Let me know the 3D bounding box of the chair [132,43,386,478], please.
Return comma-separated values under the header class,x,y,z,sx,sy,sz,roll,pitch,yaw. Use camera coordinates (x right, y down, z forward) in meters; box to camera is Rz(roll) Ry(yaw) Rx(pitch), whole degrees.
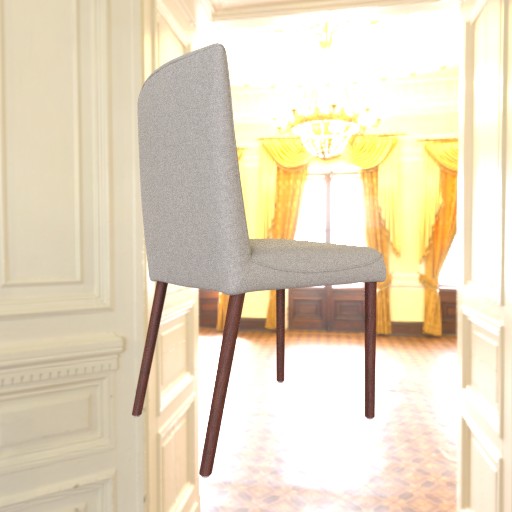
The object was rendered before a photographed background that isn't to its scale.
class,x,y,z,sx,sy,sz,roll,pitch,yaw
chair,0.000,0.000,1.174,0.570,0.859,0.456,-1,2,-36
